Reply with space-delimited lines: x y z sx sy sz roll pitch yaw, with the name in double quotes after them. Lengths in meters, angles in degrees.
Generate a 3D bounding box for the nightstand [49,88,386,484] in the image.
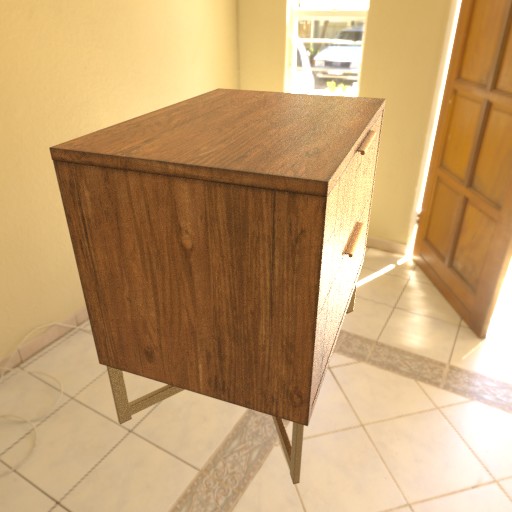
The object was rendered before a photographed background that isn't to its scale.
0.000 0.000 1.004 0.446 0.610 0.610 10 31 18 "nightstand"
